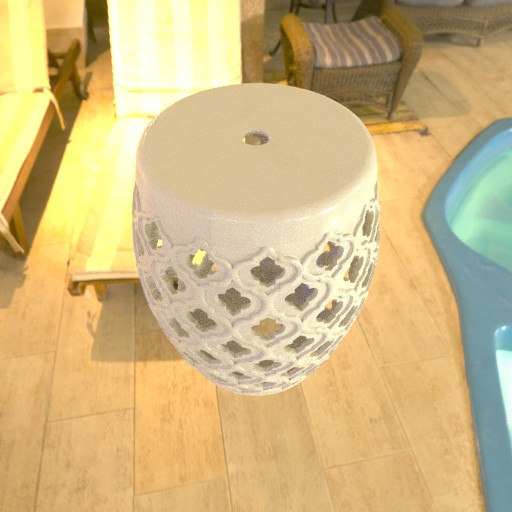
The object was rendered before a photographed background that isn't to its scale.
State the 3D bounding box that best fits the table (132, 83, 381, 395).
[{"bbox_3d":[0.000,0.000,0.629,0.325,0.388,0.325,0,48,0],"label":"table"}]
